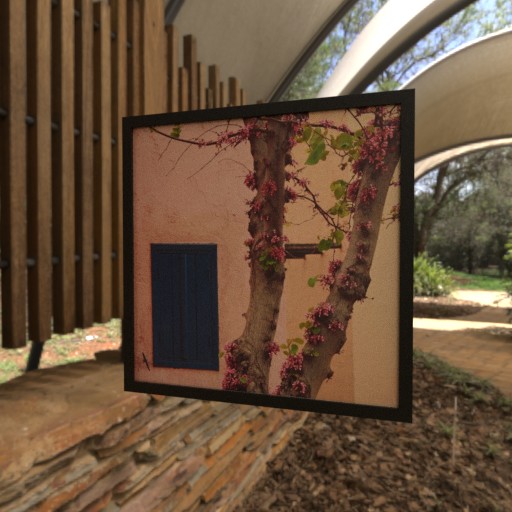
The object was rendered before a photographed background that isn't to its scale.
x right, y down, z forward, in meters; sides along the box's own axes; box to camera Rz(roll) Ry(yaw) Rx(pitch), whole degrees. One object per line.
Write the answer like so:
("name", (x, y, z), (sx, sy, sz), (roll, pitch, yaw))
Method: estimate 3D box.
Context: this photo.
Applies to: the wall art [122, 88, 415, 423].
("wall art", (0.000, 0.000, 1.137), (0.762, 0.762, 0.038), (0, 1, 17))
